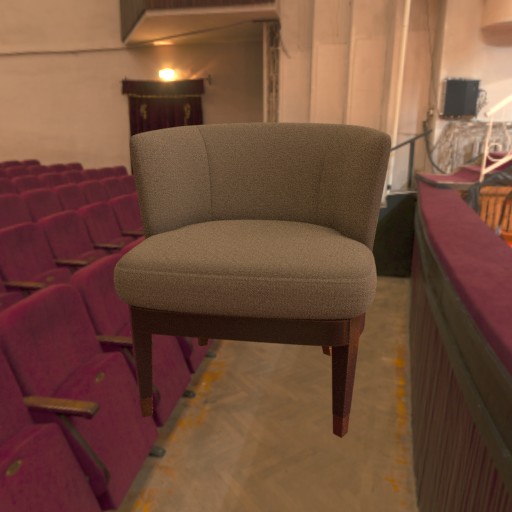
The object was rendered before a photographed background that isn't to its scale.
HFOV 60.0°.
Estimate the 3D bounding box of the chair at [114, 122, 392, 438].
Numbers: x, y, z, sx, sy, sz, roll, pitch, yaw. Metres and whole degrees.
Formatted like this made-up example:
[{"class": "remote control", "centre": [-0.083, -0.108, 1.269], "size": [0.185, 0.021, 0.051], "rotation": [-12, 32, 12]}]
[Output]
[{"class": "chair", "centre": [0.000, 0.000, 1.271], "size": [0.700, 0.760, 0.660], "rotation": [2, 14, 9]}]
